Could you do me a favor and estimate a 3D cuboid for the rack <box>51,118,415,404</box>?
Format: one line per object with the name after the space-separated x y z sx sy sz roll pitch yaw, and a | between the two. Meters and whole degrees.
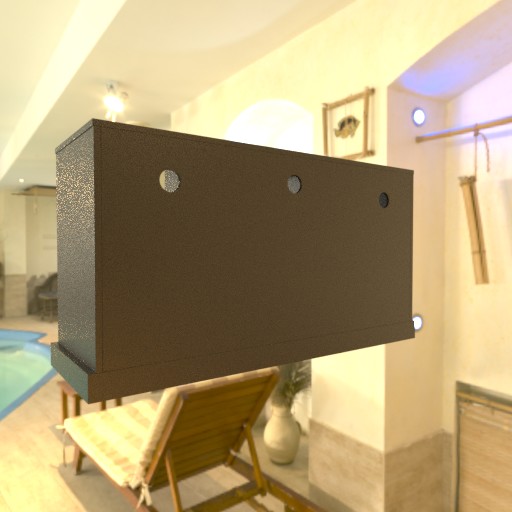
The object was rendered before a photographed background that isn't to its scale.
0.000 0.000 1.492 1.206 0.635 0.399 -1 2 -36 | rack
